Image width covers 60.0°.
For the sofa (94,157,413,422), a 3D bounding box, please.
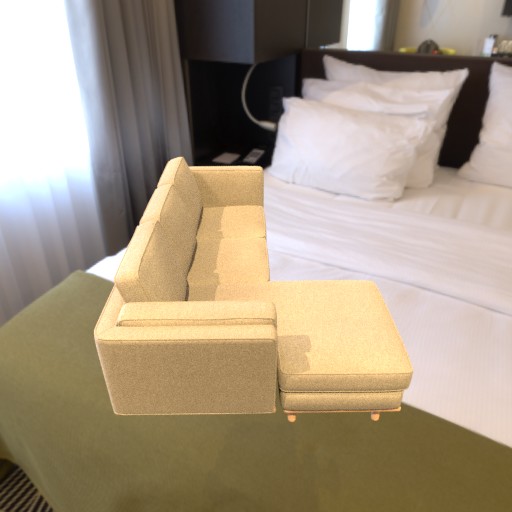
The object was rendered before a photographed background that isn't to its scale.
[{"bbox_3d":[0.000,0.000,3.236,1.604,0.929,2.411,-1,30,-1],"label":"sofa"}]
